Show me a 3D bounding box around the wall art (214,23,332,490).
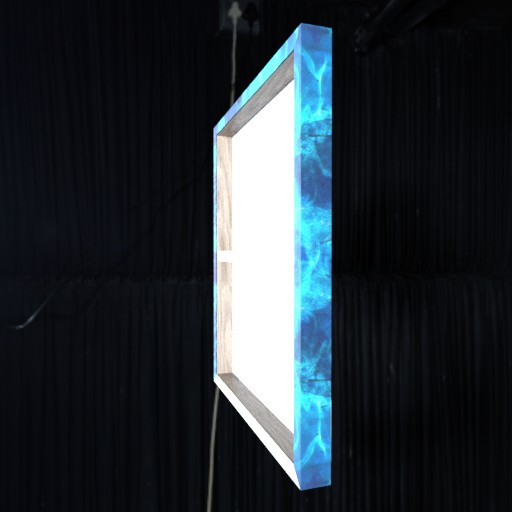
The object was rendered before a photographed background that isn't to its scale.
[{"bbox_3d":[0.000,0.000,0.693,0.038,0.508,0.432,0,1,-18],"label":"wall art"}]
